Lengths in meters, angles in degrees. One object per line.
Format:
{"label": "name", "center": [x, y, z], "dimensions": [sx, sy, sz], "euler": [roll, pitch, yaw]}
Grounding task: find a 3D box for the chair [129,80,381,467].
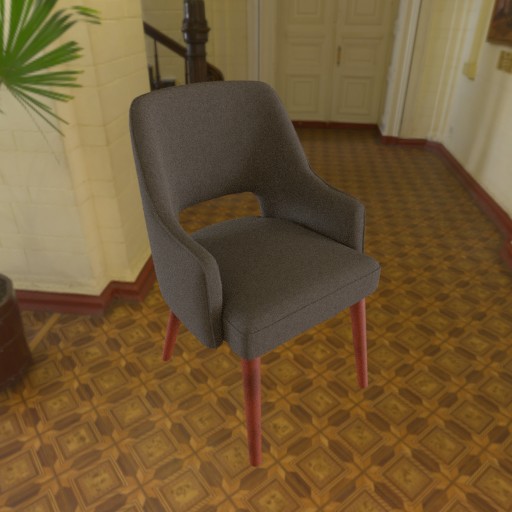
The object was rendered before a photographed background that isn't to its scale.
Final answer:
{"label": "chair", "center": [0.000, 0.000, 1.230], "dimensions": [0.559, 0.838, 0.560], "euler": [-22, 37, -32]}
